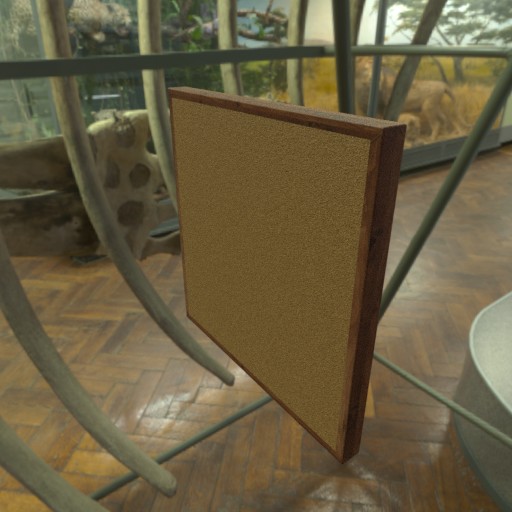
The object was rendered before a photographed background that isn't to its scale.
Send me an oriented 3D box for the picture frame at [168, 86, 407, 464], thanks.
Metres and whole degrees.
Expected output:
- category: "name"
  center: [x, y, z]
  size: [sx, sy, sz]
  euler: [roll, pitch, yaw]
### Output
- category: "picture frame"
  center: [0.000, 0.000, 0.535]
  size: [0.028, 0.356, 0.352]
  euler: [-18, 31, -32]
